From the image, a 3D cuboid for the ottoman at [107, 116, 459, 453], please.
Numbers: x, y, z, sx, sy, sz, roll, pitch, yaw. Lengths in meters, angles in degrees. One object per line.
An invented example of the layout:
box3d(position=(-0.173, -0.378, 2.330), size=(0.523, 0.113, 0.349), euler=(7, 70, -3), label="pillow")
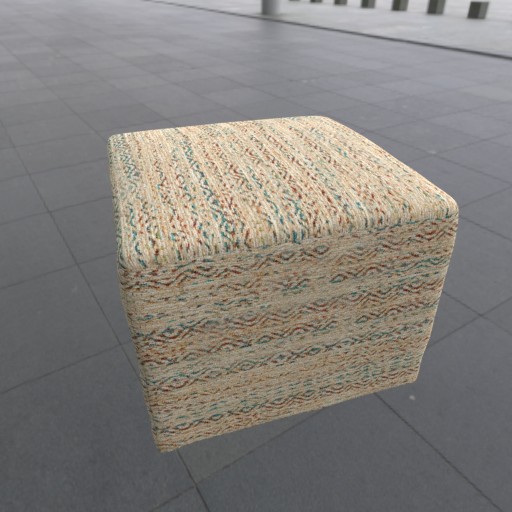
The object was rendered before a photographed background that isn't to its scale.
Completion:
box3d(position=(0.000, 0.000, 0.905), size=(0.521, 0.453, 0.512), euler=(-10, 35, -15), label="ottoman")
